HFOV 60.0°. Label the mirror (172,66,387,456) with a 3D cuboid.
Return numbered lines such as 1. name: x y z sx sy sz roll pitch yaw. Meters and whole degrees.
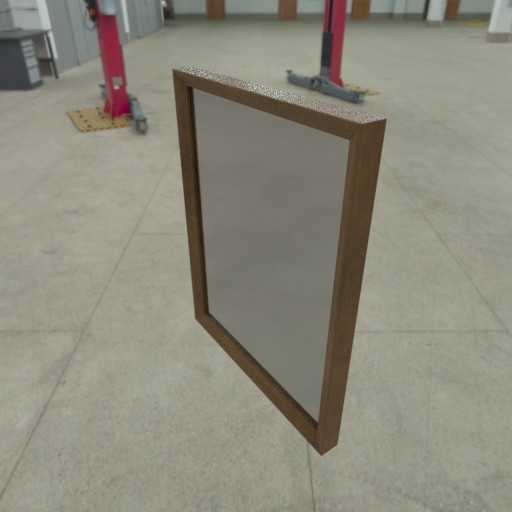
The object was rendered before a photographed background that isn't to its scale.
1. mirror: 0.000 0.000 0.704 0.041 0.509 0.406 -20 37 -30
